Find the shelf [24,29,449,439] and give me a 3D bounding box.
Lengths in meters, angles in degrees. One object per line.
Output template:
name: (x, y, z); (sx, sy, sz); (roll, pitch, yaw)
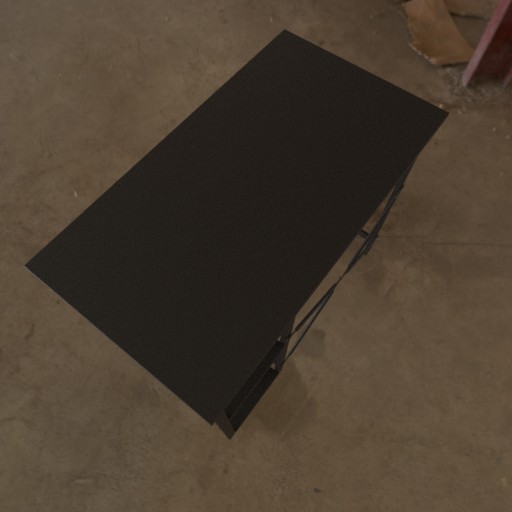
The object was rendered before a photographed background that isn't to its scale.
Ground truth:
shelf: (0.000, 0.000, 1.326); (0.498, 0.749, 0.902); (35, 69, 16)
